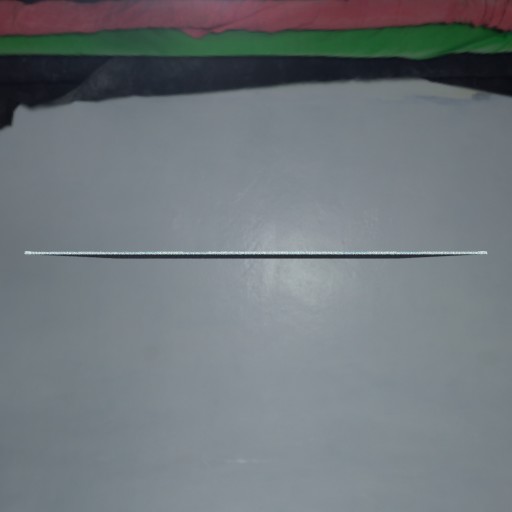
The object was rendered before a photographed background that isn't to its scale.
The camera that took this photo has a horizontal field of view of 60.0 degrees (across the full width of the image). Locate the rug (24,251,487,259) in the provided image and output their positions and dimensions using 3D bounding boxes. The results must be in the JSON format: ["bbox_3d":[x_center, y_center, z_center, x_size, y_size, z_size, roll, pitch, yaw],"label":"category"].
[{"bbox_3d":[0.000,0.000,3.088,2.438,0.015,1.518,0,-1,1],"label":"rug"}]
